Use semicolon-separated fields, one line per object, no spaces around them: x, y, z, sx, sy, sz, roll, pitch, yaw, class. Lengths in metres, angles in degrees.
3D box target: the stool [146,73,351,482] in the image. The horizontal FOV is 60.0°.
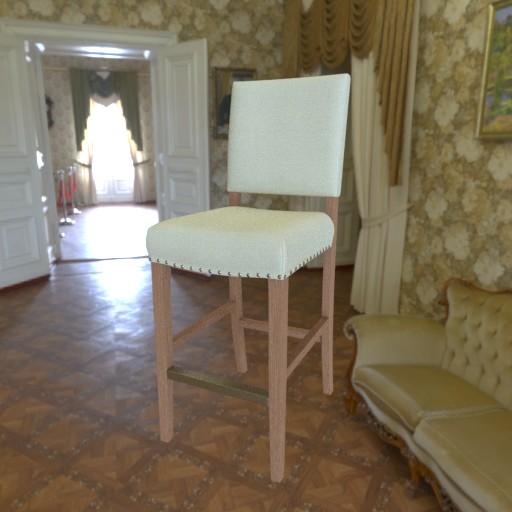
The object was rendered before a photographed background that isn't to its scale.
0.000;0.000;1.466;0.445;1.168;0.584;7;15;26;stool
